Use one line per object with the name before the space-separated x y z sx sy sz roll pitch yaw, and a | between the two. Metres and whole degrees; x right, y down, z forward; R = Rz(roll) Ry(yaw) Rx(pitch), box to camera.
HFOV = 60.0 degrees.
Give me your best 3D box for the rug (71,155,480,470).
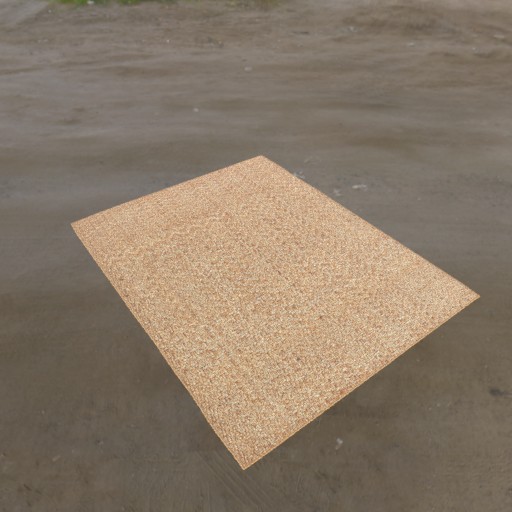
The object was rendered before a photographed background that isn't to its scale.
rug | 0.000 0.000 4.086 2.439 0.013 3.048 -26 47 -27
